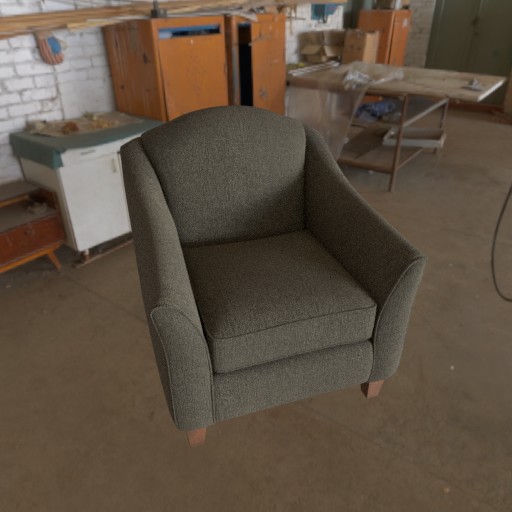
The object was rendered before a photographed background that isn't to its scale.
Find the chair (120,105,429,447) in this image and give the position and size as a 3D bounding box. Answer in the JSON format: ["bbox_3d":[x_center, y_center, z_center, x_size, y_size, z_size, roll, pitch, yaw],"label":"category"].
[{"bbox_3d":[0.000,0.000,1.482,0.763,0.839,0.787,-9,32,-16],"label":"chair"}]
